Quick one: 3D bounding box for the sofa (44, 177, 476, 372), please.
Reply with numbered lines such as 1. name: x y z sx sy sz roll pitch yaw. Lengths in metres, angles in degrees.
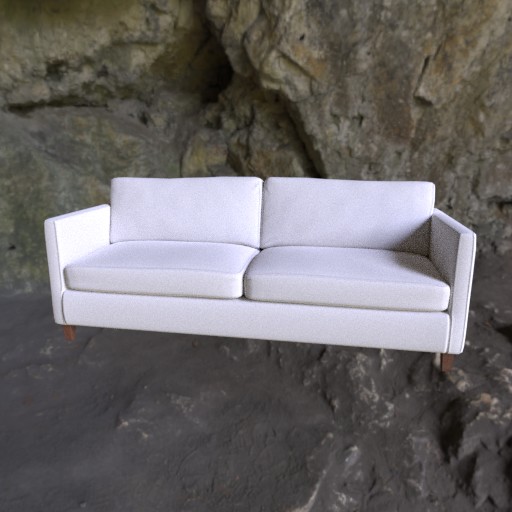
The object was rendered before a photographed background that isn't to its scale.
1. sofa: 0.000 0.000 2.834 2.361 0.962 0.951 2 14 10
